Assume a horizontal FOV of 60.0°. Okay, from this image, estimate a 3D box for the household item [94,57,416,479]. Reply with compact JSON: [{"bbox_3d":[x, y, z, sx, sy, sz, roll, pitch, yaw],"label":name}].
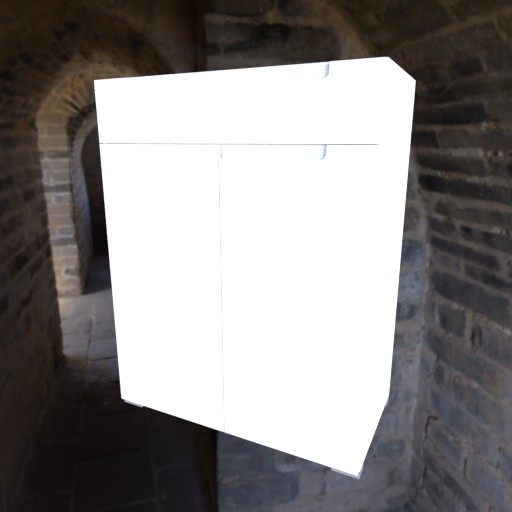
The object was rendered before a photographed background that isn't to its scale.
[{"bbox_3d":[0.000,0.000,1.358,0.790,1.010,0.420,7,16,26],"label":"household item"}]
